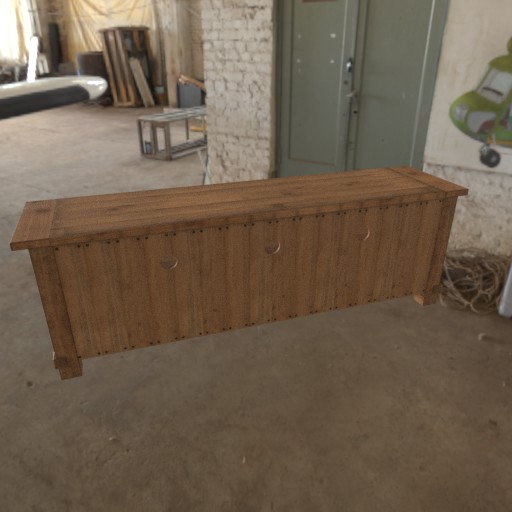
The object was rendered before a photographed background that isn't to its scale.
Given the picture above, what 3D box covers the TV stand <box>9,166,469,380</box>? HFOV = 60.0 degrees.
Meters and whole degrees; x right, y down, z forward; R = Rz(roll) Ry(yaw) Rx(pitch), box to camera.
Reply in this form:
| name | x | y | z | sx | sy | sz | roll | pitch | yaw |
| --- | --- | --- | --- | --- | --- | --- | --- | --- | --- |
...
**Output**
| name | x | y | z | sx | sy | sz | roll | pitch | yaw |
| --- | --- | --- | --- | --- | --- | --- | --- | --- | --- |
| TV stand | 0.000 | 0.000 | 1.979 | 1.804 | 0.573 | 0.453 | -8 | 27 | -17 |
